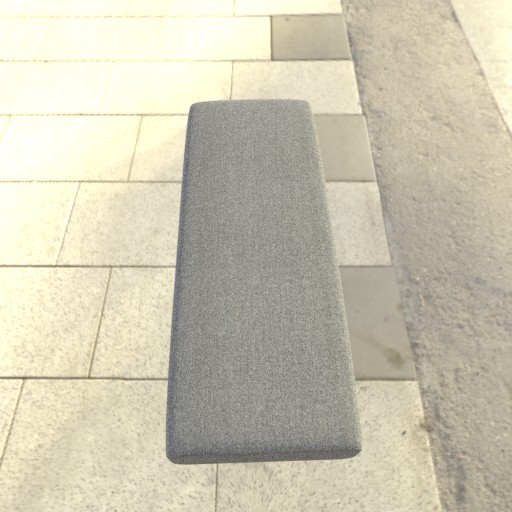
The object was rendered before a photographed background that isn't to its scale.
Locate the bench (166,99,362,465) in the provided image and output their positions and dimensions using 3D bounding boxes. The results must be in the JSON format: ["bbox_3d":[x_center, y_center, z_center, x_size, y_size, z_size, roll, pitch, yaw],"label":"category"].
[{"bbox_3d":[0.000,0.000,1.873,0.631,0.384,1.598,-2,58,-1],"label":"bench"}]
